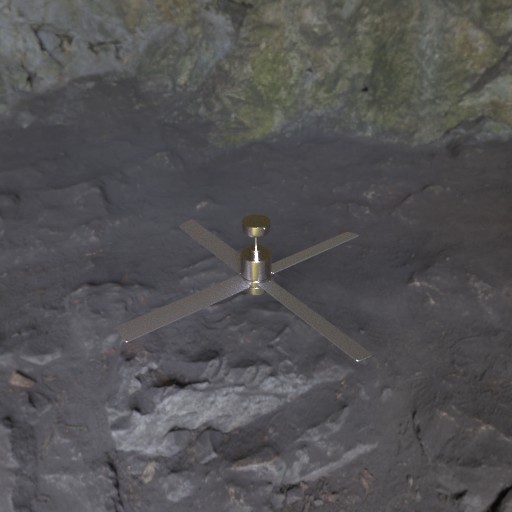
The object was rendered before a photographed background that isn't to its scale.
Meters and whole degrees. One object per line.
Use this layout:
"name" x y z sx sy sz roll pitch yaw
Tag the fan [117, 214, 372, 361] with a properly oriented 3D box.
"fan" 0.000 0.000 1.997 1.322 0.355 1.322 -22 38 -31
